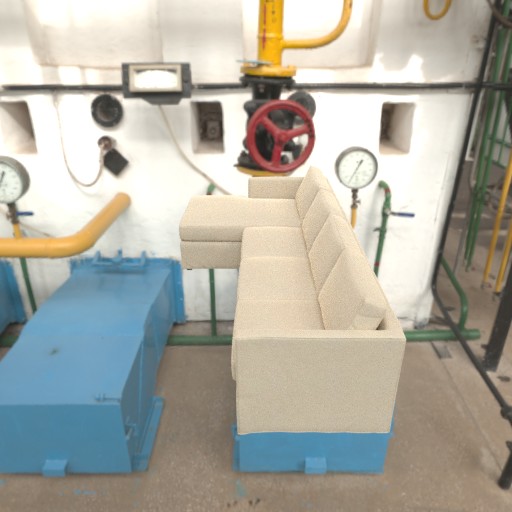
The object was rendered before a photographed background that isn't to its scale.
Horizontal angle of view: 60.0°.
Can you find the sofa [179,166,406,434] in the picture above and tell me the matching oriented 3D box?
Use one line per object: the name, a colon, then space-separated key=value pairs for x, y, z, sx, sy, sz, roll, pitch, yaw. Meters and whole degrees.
sofa: x=0.000 y=0.000 z=3.919 sx=1.650 sy=0.922 sz=3.205 roll=0 pitch=26 yaw=1
